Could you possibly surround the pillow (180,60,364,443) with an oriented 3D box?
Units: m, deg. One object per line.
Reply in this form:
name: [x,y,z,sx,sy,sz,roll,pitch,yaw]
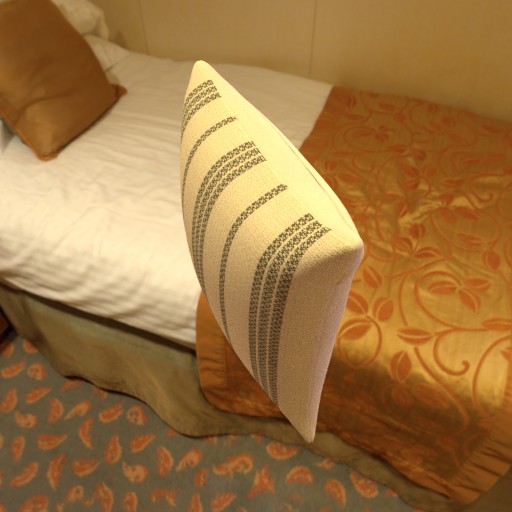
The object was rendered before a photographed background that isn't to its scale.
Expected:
pillow: [0.000,0.000,0.632,0.173,0.406,0.405,-18,49,-16]
